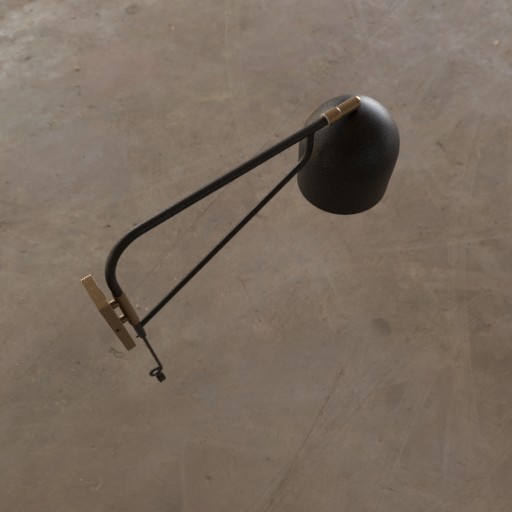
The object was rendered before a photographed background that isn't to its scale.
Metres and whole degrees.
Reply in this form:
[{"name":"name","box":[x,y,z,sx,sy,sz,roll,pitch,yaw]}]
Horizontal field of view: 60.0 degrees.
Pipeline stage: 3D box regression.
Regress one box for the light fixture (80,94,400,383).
[{"name":"light fixture","box":[0.000,0.000,1.069,0.720,0.696,0.215,-32,64,-18]}]
